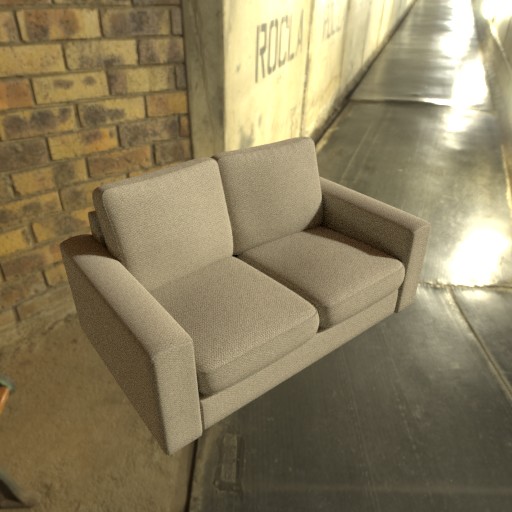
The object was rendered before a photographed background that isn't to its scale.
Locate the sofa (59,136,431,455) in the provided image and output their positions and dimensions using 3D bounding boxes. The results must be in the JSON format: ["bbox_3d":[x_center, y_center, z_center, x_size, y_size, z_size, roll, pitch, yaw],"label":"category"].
[{"bbox_3d":[0.000,0.000,2.262,1.616,0.873,1.016,-22,38,-32],"label":"sofa"}]
